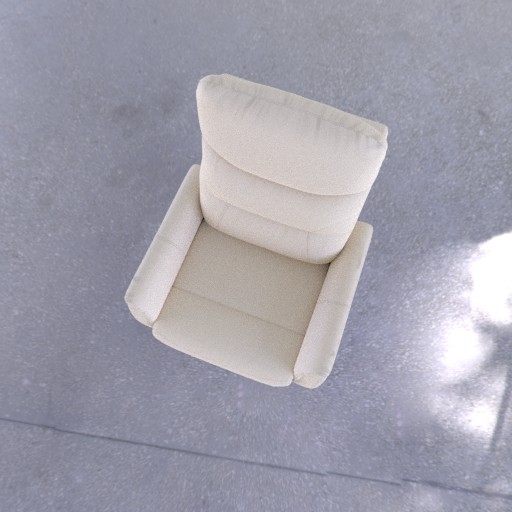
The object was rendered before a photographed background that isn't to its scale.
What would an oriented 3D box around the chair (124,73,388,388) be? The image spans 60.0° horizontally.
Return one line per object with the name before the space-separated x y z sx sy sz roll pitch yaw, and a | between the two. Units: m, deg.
chair | 0.000 0.000 1.630 0.775 1.082 0.831 20 76 5
